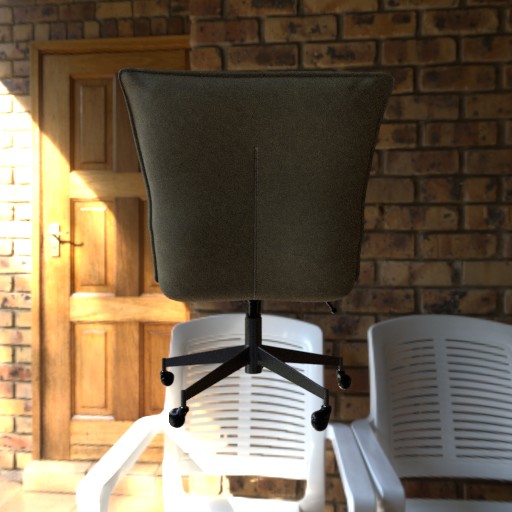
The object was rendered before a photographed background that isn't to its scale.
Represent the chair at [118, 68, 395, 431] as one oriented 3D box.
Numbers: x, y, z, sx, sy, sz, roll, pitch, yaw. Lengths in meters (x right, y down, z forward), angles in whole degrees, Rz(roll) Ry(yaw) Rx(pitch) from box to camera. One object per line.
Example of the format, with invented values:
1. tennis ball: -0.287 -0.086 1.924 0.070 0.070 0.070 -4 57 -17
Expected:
1. chair: 0.000 0.000 1.284 0.597 0.811 0.696 0 0 0
